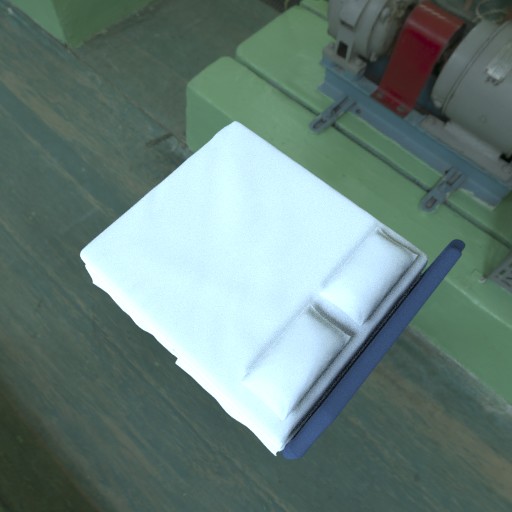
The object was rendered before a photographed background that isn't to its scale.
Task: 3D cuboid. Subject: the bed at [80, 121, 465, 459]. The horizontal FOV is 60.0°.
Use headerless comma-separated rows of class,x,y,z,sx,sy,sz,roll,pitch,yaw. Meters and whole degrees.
bed,0.000,0.000,4.162,2.773,1.488,2.350,39,71,16
